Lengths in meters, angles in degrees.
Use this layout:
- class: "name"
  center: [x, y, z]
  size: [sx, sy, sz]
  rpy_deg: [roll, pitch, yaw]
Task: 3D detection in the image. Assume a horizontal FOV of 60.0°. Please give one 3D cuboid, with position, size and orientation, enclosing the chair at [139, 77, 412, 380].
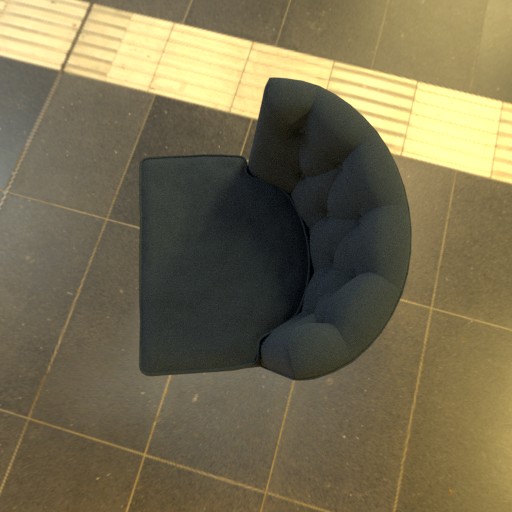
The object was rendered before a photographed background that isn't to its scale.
- class: "chair"
  center: [0.000, 0.000, 1.365]
  size: [0.718, 0.771, 0.740]
  rpy_deg: [-4, 75, -1]
